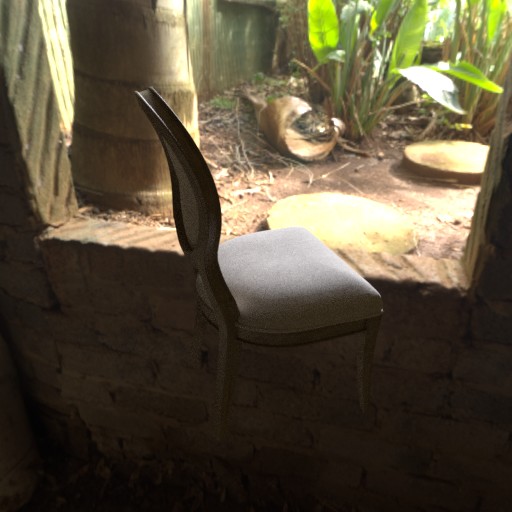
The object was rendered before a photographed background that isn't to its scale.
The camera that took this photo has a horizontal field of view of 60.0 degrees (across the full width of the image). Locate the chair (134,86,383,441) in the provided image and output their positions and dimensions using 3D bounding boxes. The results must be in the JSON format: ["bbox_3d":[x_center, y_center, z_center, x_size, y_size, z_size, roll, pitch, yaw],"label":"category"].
[{"bbox_3d":[0.000,0.000,1.351,0.602,0.990,0.558,-10,29,-18],"label":"chair"}]
